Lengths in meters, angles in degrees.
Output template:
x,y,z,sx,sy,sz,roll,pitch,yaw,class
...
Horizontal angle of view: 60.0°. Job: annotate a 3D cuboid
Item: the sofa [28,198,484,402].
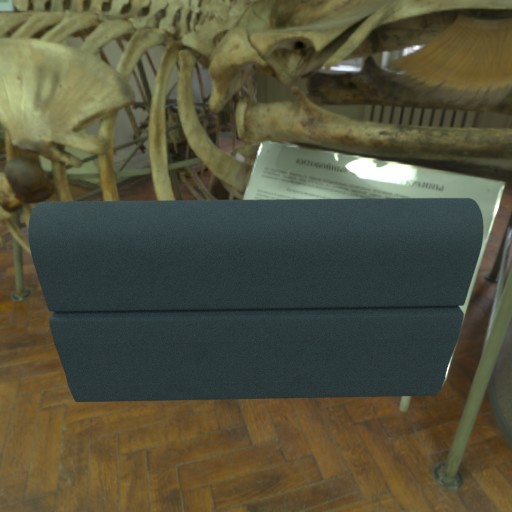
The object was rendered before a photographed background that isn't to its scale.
x,y,z,sx,sy,sz,roll,pitch,yaw,class
0.000,0.000,1.605,1.219,0.660,0.762,-1,31,-1,sofa
